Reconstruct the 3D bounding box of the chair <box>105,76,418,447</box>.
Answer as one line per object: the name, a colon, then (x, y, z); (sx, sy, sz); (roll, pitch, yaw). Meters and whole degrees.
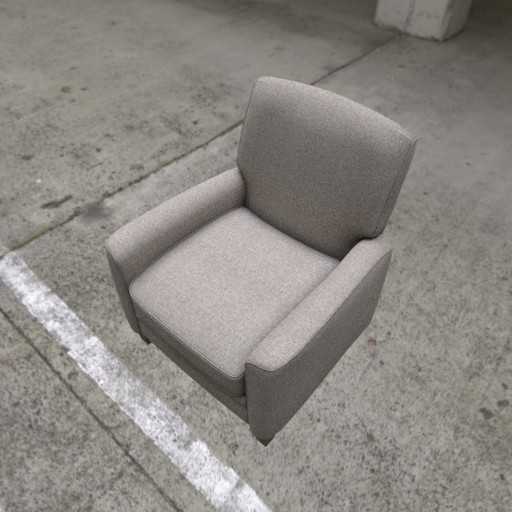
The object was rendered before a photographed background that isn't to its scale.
chair: (0.000, 0.000, 1.692); (0.848, 1.014, 0.864); (32, 54, 27)
